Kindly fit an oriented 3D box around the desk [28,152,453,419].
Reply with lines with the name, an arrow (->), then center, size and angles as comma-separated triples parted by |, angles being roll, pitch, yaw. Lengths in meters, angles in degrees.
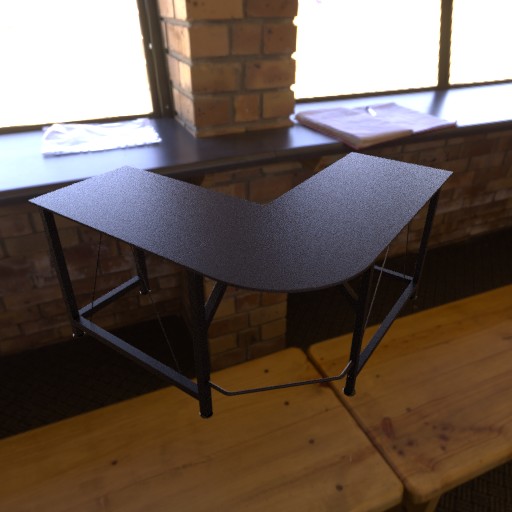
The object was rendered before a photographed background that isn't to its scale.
desk -> 0.000, 0.000, 2.240 | 1.400, 0.762, 1.400 | 20, 36, 29
